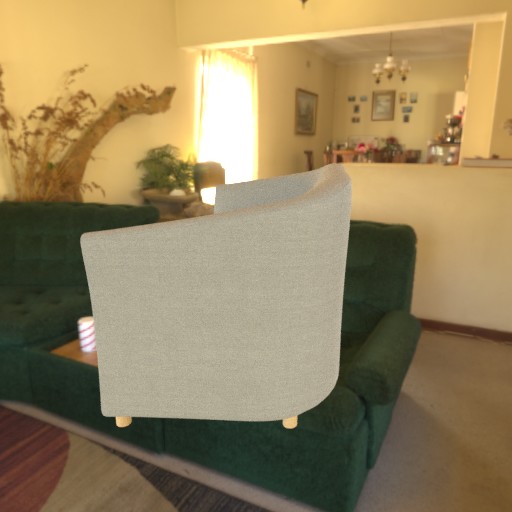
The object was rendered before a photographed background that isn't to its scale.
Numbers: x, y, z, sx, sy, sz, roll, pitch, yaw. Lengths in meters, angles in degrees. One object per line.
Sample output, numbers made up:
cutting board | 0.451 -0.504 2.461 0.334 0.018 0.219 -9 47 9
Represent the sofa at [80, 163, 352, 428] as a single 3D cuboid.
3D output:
sofa | 0.000 0.000 1.827 0.705 0.721 1.452 2 14 9
